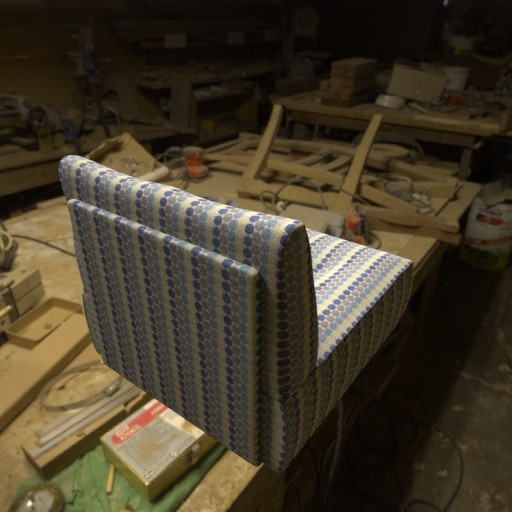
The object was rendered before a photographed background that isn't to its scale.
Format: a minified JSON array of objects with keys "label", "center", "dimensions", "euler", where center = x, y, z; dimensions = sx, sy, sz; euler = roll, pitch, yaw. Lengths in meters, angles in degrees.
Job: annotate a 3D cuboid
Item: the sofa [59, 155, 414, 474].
[{"label":"sofa","center":[0.000,0.000,1.693],"dimensions":[0.930,0.830,1.000],"euler":[20,35,32]}]
